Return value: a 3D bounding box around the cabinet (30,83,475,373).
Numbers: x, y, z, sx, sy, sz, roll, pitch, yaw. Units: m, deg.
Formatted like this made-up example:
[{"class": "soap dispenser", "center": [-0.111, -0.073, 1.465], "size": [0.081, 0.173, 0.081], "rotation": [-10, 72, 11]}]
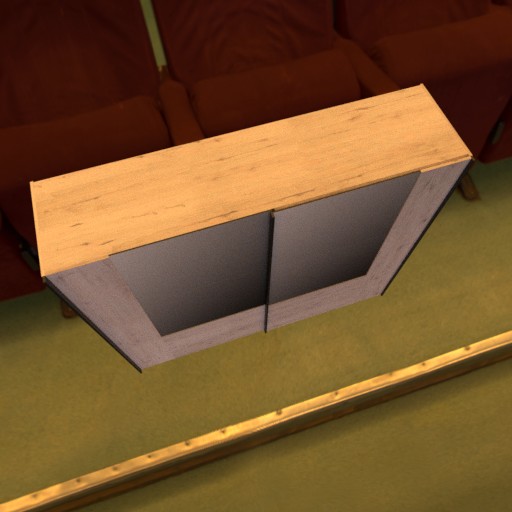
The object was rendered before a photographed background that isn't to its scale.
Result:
[{"class": "cabinet", "center": [0.000, 0.000, 3.537], "size": [2.500, 2.180, 0.660], "rotation": [-16, 64, -8]}]
